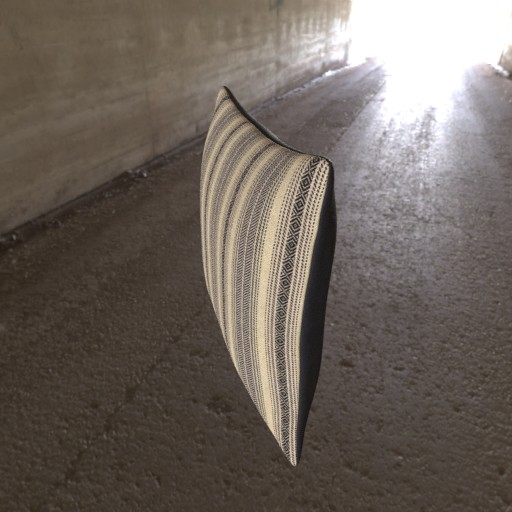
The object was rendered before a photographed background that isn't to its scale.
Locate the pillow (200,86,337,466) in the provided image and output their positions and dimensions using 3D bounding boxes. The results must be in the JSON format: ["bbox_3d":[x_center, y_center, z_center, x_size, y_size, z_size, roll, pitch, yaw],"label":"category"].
[{"bbox_3d":[0.000,0.000,0.803,0.166,0.508,0.520,-8,31,-14],"label":"pillow"}]
